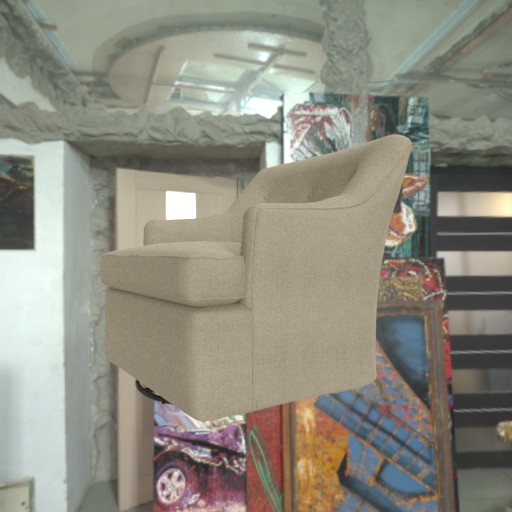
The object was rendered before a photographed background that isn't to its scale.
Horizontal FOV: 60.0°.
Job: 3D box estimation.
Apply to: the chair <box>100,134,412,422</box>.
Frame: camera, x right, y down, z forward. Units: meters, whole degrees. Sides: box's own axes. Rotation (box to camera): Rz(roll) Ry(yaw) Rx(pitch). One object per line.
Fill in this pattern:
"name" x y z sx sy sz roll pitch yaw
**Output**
"chair" 0.000 0.000 1.609 0.923 0.856 0.864 0 1 -34
